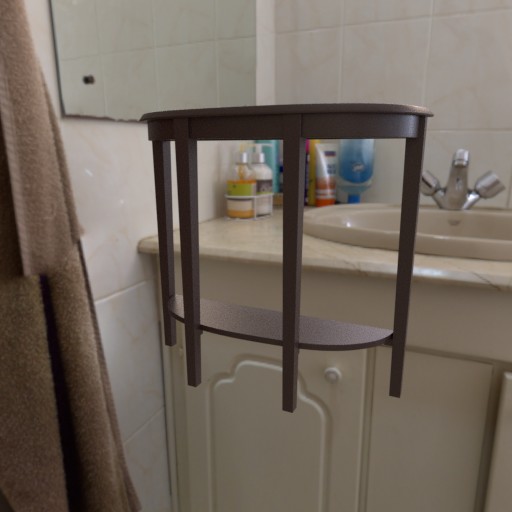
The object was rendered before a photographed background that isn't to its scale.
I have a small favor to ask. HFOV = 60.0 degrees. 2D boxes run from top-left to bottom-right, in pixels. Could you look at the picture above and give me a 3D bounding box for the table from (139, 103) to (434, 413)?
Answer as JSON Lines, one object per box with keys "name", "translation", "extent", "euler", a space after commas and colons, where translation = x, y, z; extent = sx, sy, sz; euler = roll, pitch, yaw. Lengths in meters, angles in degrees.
{"name": "table", "translation": [0.000, 0.000, 1.329], "extent": [0.909, 0.831, 0.274], "euler": [6, 15, 25]}
